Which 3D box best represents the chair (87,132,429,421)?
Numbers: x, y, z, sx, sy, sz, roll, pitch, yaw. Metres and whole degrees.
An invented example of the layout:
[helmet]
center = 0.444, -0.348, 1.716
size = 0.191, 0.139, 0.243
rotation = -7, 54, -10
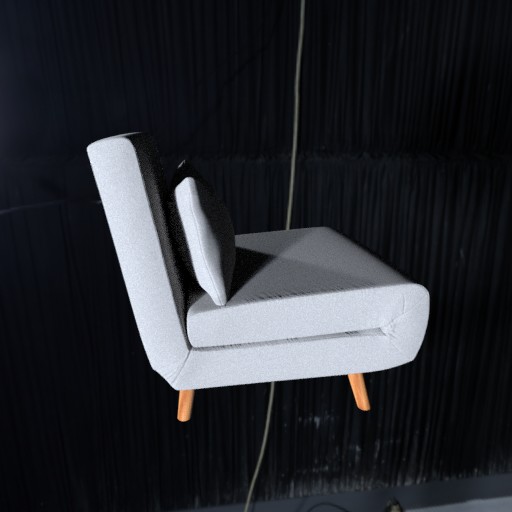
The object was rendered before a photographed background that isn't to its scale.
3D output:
[chair]
center = 0.000, 0.000, 1.502
size = 0.902, 0.808, 0.770
rotation = -3, 16, -9
